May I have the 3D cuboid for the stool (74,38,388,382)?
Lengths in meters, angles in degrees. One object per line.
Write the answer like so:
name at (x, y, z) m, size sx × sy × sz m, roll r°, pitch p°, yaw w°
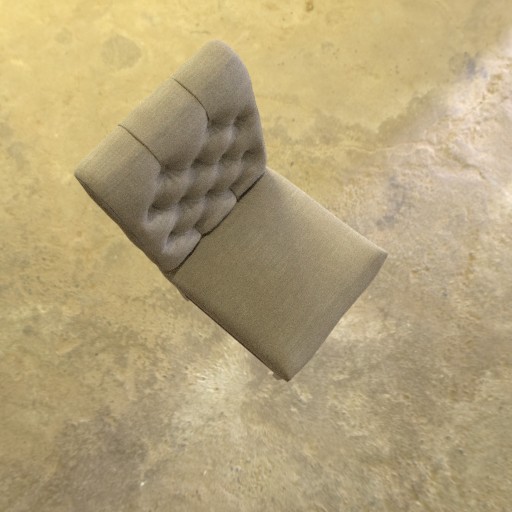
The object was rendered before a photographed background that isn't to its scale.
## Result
stool at (0.000, 0.000, 1.423) m, size 0.660 × 1.084 × 0.486 m, roll 39°, pitch 77°, yaw 10°
